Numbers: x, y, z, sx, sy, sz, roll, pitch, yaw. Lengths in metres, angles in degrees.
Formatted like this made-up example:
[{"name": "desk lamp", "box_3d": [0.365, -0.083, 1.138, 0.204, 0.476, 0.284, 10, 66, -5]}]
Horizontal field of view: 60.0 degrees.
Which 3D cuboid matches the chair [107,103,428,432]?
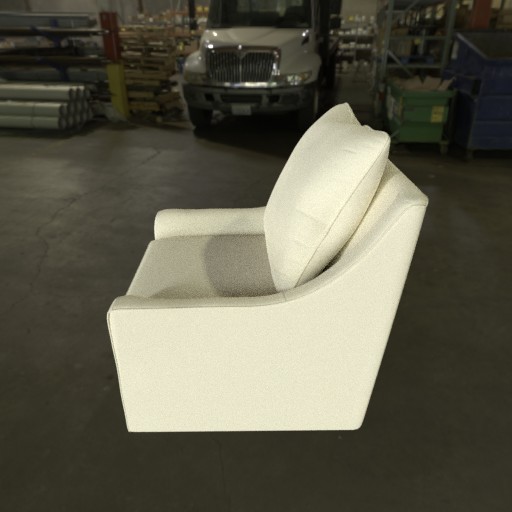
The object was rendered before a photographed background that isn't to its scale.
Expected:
[{"name": "chair", "box_3d": [0.000, 0.000, 1.576, 0.876, 0.965, 0.756, 0, 28, -1]}]
